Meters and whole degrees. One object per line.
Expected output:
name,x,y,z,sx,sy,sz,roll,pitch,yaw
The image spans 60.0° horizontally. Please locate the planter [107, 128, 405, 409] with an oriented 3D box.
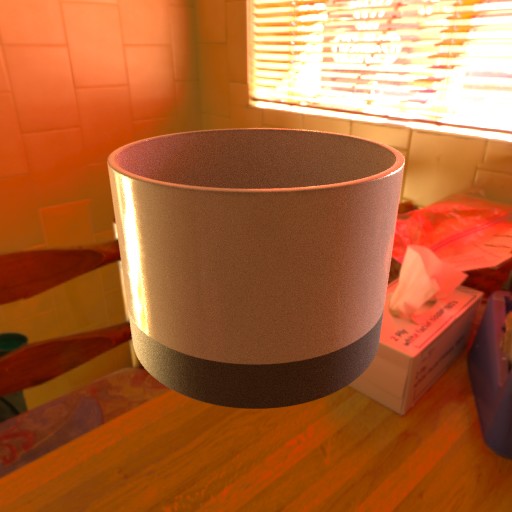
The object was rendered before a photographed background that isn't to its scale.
planter,0.000,0.000,0.222,0.128,0.105,0.128,0,25,0
